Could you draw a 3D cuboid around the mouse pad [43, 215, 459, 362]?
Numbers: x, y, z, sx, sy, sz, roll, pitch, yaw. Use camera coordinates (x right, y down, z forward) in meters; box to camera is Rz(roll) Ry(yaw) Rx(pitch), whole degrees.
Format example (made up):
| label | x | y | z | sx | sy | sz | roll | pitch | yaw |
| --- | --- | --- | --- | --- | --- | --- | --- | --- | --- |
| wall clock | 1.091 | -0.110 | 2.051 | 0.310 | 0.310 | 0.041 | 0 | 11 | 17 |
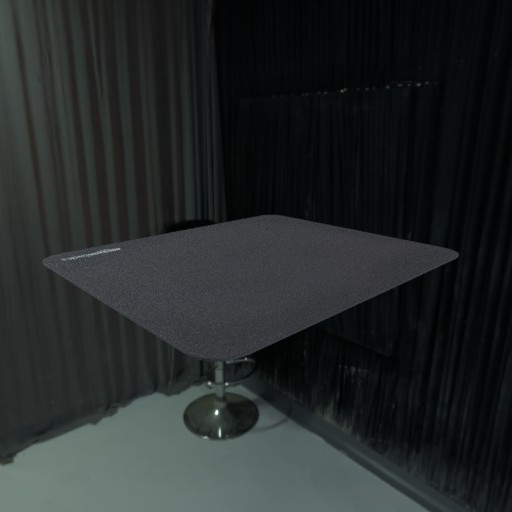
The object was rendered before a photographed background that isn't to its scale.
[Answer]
| label | x | y | z | sx | sy | sz | roll | pitch | yaw |
| --- | --- | --- | --- | --- | --- | --- | --- | --- | --- |
| mouse pad | 0.000 | 0.000 | 0.424 | 0.315 | 0.002 | 0.269 | -15 | 22 | -41 |
